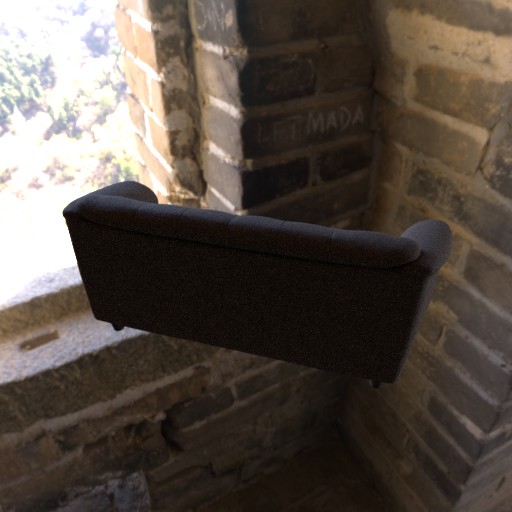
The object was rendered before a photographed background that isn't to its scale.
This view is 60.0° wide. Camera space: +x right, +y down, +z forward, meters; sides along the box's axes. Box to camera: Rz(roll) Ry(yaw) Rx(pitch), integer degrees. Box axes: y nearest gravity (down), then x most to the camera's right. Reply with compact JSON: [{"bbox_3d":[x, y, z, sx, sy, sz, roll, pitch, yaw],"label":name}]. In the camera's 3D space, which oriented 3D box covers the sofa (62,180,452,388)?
[{"bbox_3d":[0.000,0.000,2.298,1.849,0.790,0.887,9,34,14],"label":"sofa"}]
